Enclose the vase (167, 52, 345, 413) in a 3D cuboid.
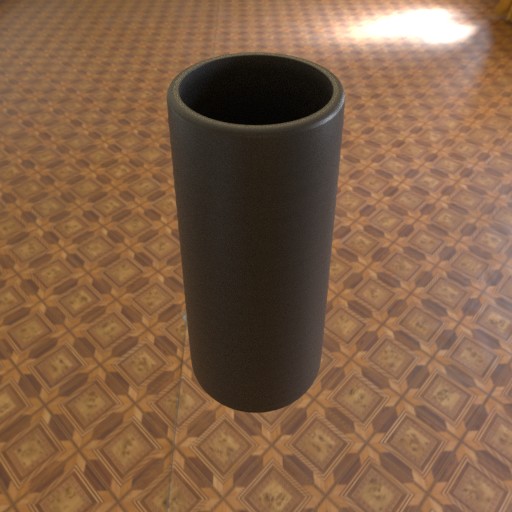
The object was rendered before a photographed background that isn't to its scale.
[{"bbox_3d":[0.000,0.000,0.366,0.136,0.289,0.136,8,46,8],"label":"vase"}]
